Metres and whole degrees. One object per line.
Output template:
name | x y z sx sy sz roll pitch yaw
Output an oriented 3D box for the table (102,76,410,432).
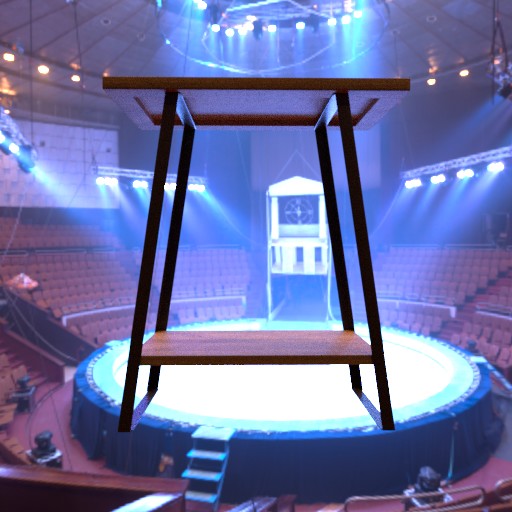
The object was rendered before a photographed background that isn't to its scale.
table | 0.000 0.000 1.017 0.599 0.701 0.300 0 1 -1
